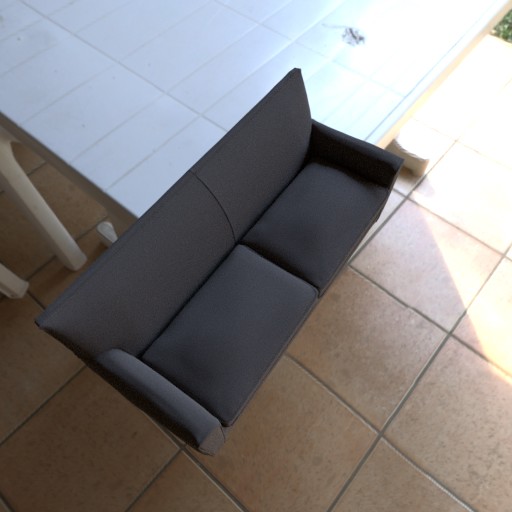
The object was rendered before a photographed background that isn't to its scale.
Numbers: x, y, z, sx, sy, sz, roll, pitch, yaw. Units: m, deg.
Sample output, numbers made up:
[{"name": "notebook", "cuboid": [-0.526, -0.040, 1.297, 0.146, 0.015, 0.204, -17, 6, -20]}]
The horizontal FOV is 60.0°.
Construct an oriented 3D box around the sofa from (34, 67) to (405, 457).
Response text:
[{"name": "sofa", "cuboid": [0.000, 0.000, 2.481, 0.843, 0.907, 2.002, 31, 64, 17]}]
